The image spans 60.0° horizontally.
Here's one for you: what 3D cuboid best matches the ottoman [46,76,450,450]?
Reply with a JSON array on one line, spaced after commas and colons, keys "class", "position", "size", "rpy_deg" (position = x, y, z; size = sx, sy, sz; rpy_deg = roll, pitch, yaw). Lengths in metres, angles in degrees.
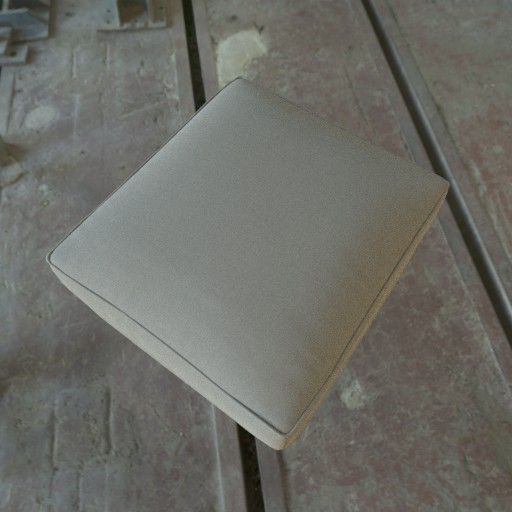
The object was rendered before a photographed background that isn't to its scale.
[{"class": "ottoman", "position": [0.000, 0.000, 1.144], "size": [0.662, 0.505, 0.716], "rpy_deg": [32, 67, 16]}]
